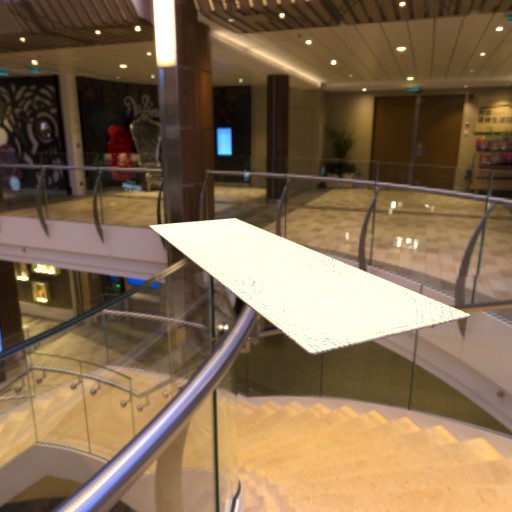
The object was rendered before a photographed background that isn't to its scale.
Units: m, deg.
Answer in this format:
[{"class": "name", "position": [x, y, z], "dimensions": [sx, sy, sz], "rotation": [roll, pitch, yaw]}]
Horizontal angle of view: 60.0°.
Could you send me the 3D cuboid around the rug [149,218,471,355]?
[{"class": "rug", "position": [0.000, 0.000, 2.713], "dimensions": [0.775, 0.012, 2.452], "rotation": [-7, 17, -25]}]
